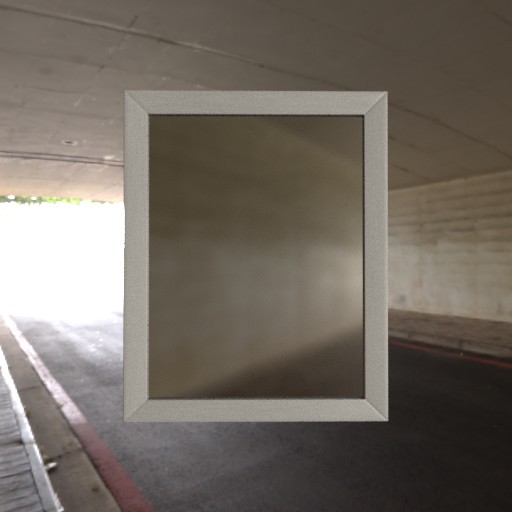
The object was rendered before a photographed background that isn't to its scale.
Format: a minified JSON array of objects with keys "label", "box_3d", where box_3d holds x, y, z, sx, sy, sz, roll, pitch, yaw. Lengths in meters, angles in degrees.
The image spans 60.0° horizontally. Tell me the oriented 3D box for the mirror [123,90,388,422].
[{"label":"mirror","box_3d":[0.000,0.000,0.699,0.405,0.508,0.041,0,0,-1]}]
